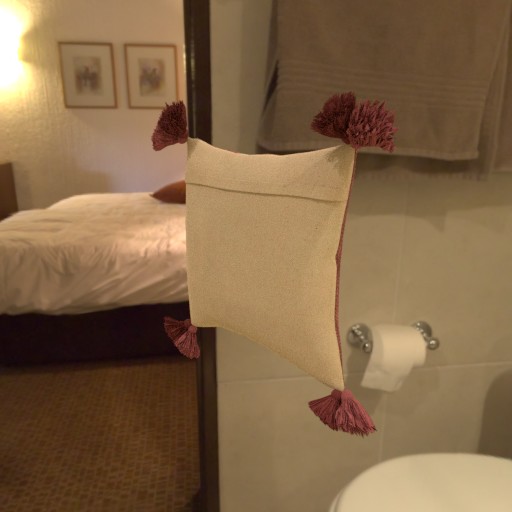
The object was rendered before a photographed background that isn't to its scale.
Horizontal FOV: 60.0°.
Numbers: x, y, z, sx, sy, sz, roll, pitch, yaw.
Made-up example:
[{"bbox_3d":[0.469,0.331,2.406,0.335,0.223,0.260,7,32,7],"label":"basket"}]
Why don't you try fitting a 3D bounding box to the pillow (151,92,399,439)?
[{"bbox_3d":[0.000,0.000,0.963,0.641,0.659,0.138,15,22,43],"label":"pillow"}]
